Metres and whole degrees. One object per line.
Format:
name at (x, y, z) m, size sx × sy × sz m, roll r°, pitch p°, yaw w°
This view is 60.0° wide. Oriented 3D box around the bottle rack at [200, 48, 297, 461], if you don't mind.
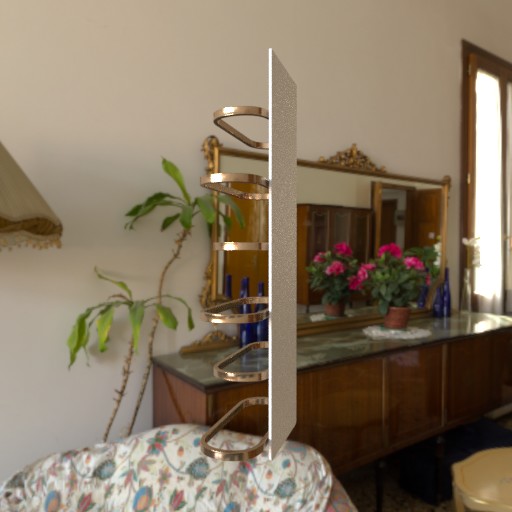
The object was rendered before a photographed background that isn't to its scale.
bottle rack at (0.000, 0.000, 0.863) m, size 0.118 × 0.709 × 0.332 m, roll 0°, pitch 1°, yaw 19°
